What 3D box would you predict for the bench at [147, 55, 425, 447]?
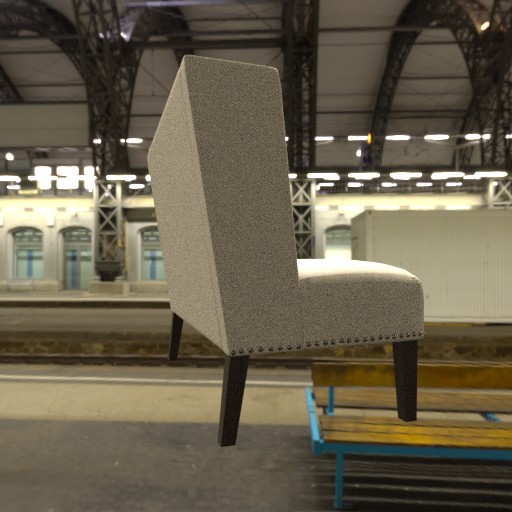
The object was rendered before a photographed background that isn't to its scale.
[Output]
[{"bbox_3d":[0.000,0.000,1.962,0.847,1.123,1.280,0,-1,-18],"label":"bench"}]
